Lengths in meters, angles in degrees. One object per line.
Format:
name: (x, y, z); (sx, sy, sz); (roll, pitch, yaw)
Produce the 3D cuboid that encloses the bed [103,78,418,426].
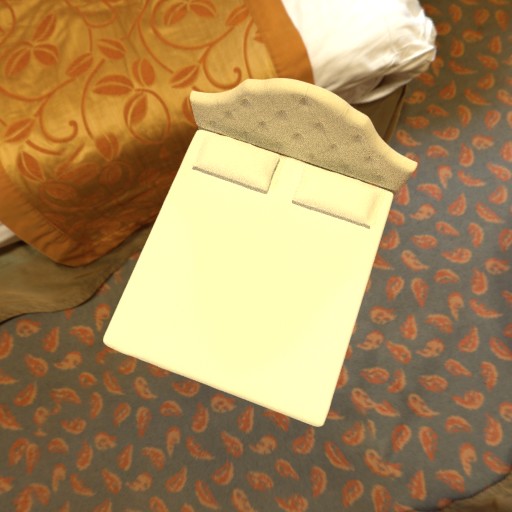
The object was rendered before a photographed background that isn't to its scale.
bed: (0.000, 0.000, 3.613); (2.008, 1.615, 2.214); (19, 76, 5)
